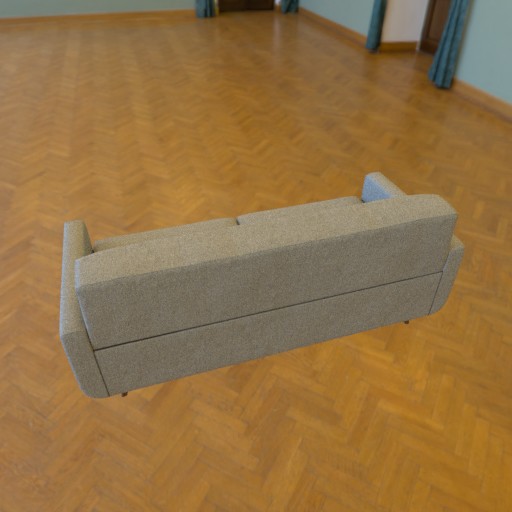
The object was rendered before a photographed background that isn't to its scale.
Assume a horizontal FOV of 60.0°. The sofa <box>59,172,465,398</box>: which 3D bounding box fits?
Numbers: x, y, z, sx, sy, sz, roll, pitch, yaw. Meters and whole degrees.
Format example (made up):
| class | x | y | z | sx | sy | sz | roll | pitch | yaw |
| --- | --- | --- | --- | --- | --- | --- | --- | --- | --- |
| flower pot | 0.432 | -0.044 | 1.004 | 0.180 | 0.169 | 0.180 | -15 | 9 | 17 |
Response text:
| class | x | y | z | sx | sy | sz | roll | pitch | yaw |
| --- | --- | --- | --- | --- | --- | --- | --- | --- | --- |
| sofa | 0.000 | 0.000 | 2.570 | 2.055 | 0.873 | 0.968 | -11 | 39 | -14 |
